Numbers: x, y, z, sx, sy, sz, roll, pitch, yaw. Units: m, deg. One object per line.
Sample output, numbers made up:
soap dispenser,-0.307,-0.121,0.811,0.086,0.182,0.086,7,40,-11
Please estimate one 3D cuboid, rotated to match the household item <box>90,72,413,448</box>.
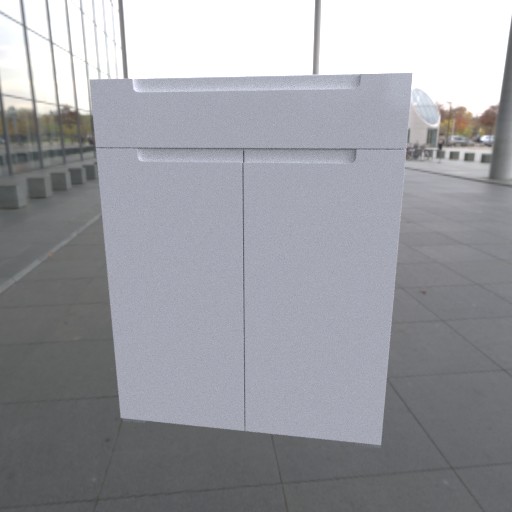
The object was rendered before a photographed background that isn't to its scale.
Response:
household item,0.000,0.000,1.393,0.790,1.010,0.420,2,15,9
